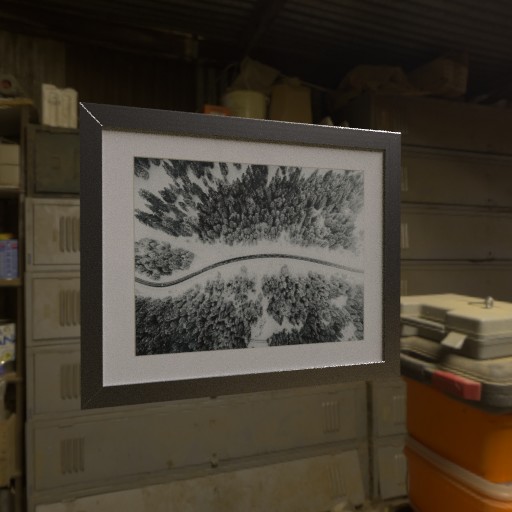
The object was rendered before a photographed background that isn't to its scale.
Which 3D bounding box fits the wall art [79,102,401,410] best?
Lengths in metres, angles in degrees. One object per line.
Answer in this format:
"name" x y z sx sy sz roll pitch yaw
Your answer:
"wall art" 0.000 0.000 0.757 0.557 0.456 0.032 0 1 -18
